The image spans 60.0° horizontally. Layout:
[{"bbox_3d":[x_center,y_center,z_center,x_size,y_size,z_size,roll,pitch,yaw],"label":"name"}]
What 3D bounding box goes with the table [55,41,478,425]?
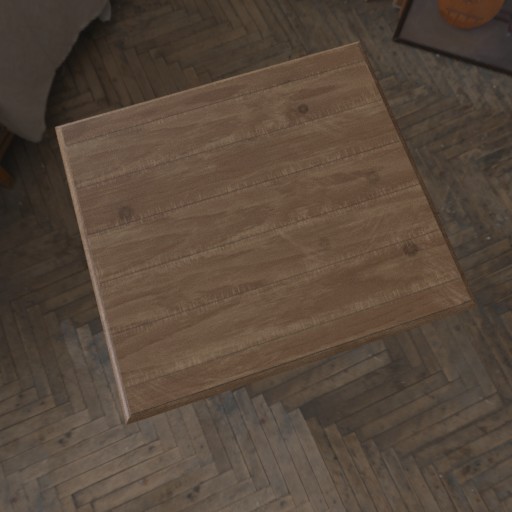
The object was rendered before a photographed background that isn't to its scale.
[{"bbox_3d":[0.000,0.000,0.914,0.508,0.561,0.457,-17,77,-4],"label":"table"}]
